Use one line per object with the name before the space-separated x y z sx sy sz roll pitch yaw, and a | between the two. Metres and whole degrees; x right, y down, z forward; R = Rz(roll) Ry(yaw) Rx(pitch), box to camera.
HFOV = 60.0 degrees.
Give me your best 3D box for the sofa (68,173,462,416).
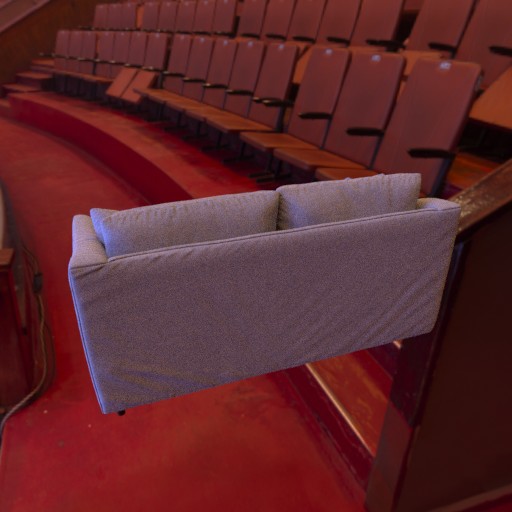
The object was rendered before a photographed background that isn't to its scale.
sofa | 0.000 0.000 2.659 2.010 1.018 1.072 -10 28 -18
